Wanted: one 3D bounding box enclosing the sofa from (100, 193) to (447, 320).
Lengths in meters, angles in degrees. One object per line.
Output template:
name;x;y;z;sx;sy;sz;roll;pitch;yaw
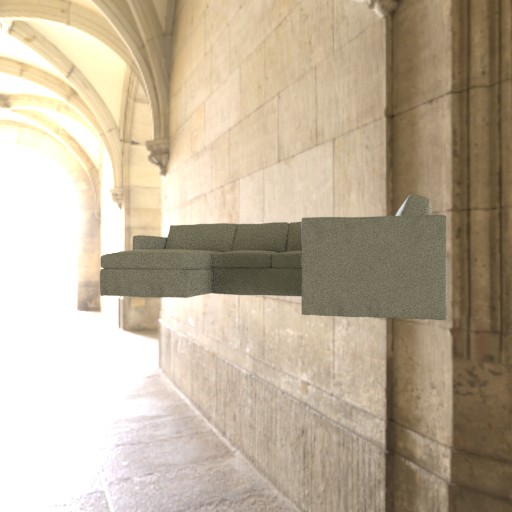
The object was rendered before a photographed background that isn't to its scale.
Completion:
sofa;0.000;0.000;4.550;3.434;0.869;2.440;0;0;19
